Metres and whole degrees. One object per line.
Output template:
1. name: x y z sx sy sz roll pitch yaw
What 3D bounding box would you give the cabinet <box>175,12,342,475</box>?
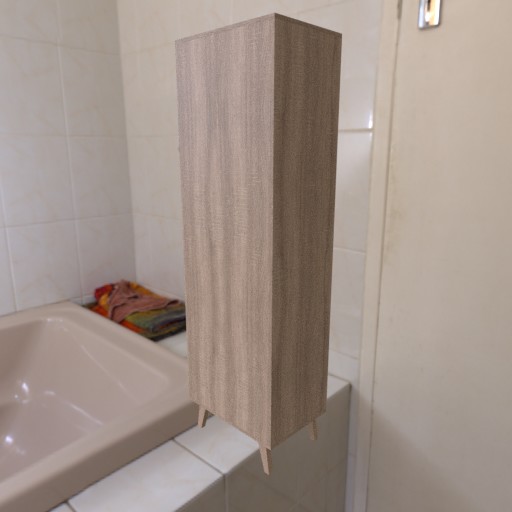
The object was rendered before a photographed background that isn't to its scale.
1. cabinet: 0.000 0.000 2.040 0.570 1.850 0.400 13 19 43
